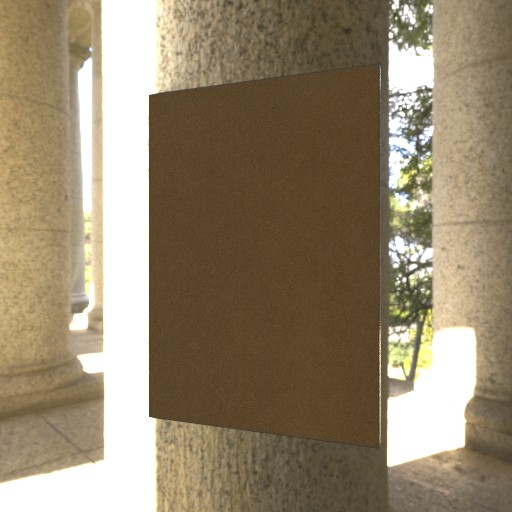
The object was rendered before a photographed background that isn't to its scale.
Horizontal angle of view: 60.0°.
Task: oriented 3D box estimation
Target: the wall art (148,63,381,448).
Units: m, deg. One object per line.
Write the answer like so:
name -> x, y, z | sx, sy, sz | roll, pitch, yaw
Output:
wall art -> 0.000, 0.000, 0.582 | 0.314, 0.455, 0.019 | 0, 0, 19
